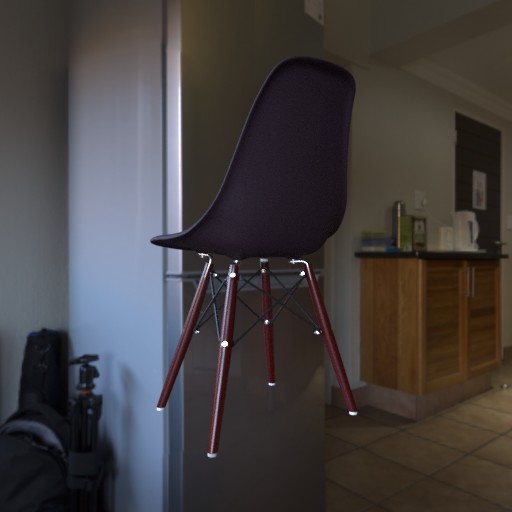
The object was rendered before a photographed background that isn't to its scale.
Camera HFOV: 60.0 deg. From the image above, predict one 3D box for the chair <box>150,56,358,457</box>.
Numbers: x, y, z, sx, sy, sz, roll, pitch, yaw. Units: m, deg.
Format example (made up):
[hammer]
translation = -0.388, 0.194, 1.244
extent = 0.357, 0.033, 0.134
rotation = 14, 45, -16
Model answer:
[chair]
translation = 0.000, 0.000, 1.155
extent = 0.470, 0.826, 0.533
rotation = 0, 1, -36
